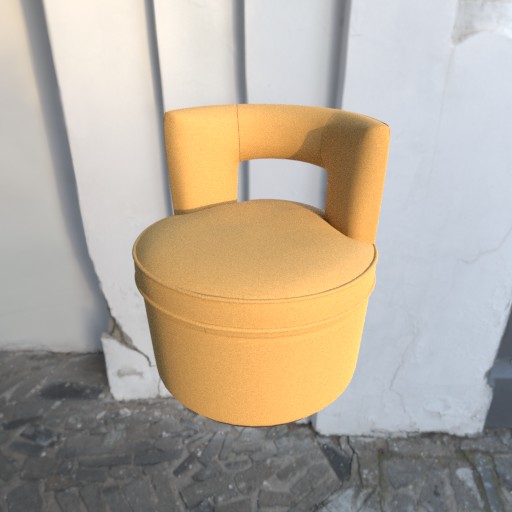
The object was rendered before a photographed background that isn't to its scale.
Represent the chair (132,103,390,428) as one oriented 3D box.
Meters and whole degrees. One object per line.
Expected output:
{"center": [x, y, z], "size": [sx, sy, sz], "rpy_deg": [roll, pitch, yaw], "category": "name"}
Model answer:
{"center": [0.000, 0.000, 1.227], "size": [0.650, 0.723, 0.665], "rpy_deg": [9, 29, 18], "category": "chair"}
